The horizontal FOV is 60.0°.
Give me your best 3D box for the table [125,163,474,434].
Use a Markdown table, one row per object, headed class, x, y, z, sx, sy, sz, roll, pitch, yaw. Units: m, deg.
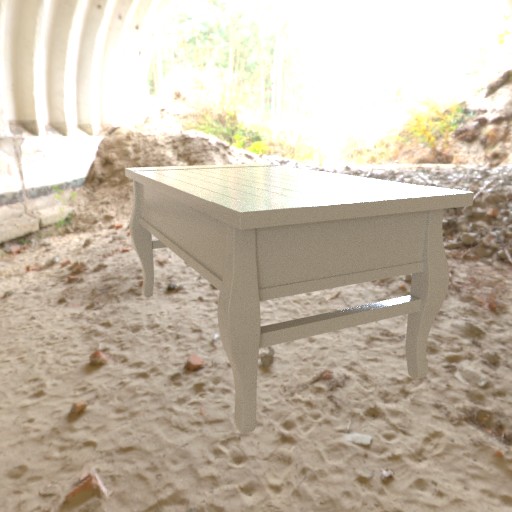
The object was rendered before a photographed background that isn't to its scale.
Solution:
| class | x | y | z | sx | sy | sz | roll | pitch | yaw |
| --- | --- | --- | --- | --- | --- | --- | --- | --- | --- |
| table | 0.000 | 0.000 | 1.407 | 0.600 | 0.495 | 1.062 | -8 | 17 | -25 |
